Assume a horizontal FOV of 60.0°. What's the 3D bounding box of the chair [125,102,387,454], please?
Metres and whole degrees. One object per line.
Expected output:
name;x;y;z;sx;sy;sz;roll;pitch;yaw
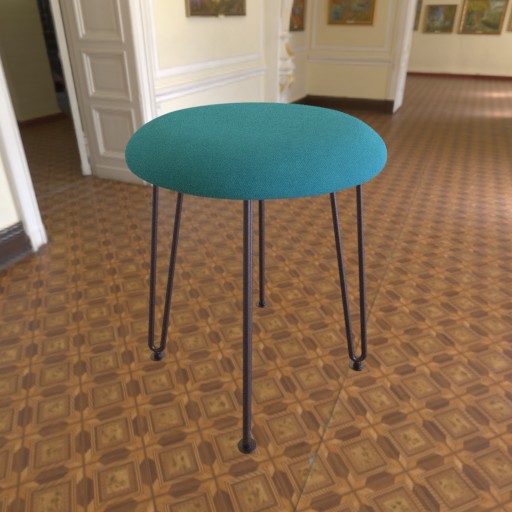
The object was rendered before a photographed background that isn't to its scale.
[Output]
chair;0.000;0.000;0.694;0.350;0.430;0.350;20;34;32
